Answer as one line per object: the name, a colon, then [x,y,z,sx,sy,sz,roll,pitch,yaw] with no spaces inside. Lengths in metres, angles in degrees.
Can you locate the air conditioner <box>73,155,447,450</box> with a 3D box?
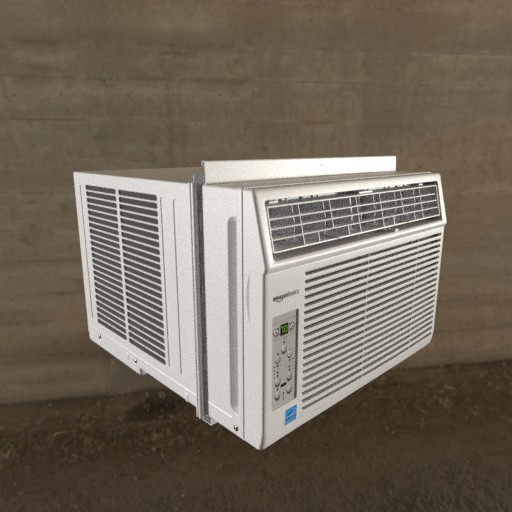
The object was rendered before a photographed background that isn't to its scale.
air conditioner: [0.000,0.000,0.884,0.503,0.388,0.546,-13,19,-42]
